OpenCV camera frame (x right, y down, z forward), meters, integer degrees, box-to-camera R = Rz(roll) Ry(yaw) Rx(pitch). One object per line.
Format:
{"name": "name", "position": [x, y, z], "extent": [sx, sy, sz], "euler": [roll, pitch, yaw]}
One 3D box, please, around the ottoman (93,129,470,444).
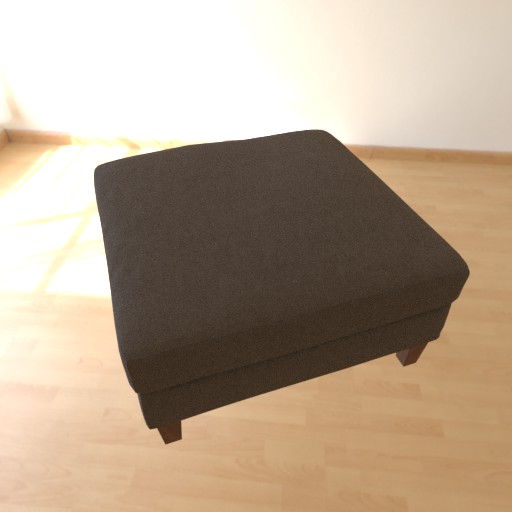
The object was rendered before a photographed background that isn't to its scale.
{"name": "ottoman", "position": [0.000, 0.000, 1.420], "extent": [0.881, 0.482, 0.861], "euler": [-13, 43, -15]}
